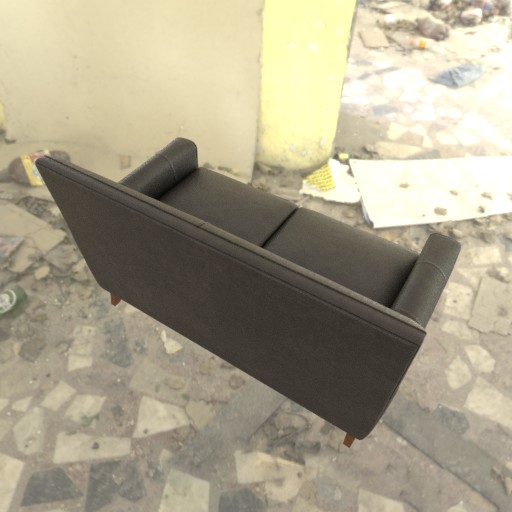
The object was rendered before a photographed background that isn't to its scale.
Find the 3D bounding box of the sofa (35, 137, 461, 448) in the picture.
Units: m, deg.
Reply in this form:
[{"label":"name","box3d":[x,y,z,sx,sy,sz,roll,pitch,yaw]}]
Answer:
[{"label":"sofa","box3d":[0.000,0.000,1.907,1.473,0.871,0.787,25,51,22]}]
